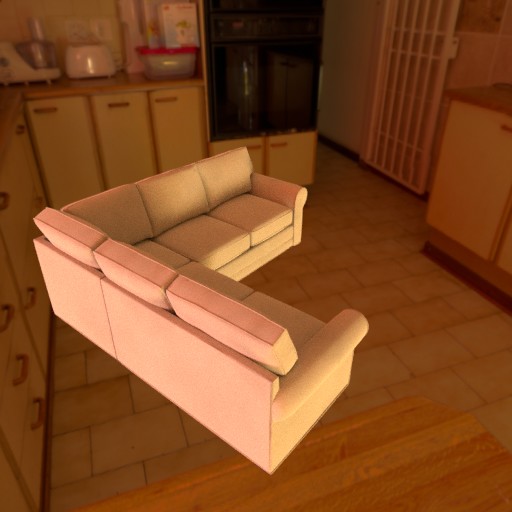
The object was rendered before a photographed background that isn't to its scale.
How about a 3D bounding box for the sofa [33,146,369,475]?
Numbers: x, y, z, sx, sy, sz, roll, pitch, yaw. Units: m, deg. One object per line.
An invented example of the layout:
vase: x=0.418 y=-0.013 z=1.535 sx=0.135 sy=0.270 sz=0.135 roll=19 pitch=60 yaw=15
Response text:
sofa: x=0.000 y=0.000 z=3.826 sx=2.487 sy=1.053 sz=2.562 roll=23 pitch=37 yaw=33
